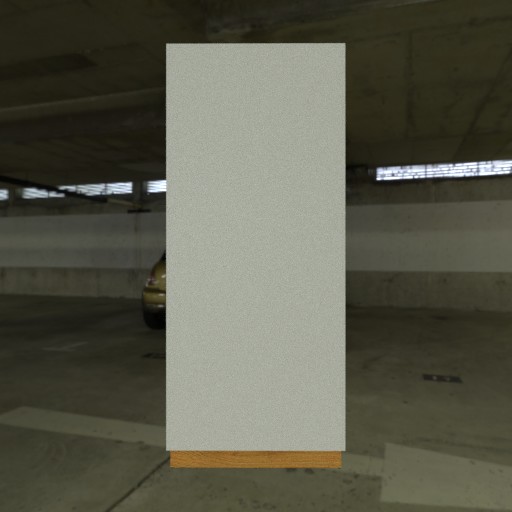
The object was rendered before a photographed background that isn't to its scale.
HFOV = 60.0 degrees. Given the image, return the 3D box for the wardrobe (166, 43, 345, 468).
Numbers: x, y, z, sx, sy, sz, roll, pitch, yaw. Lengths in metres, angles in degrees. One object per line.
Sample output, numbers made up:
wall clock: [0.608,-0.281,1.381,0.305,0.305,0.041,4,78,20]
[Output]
wardrobe: [0.000,0.000,2.428,0.860,2.040,0.600,0,0,0]
